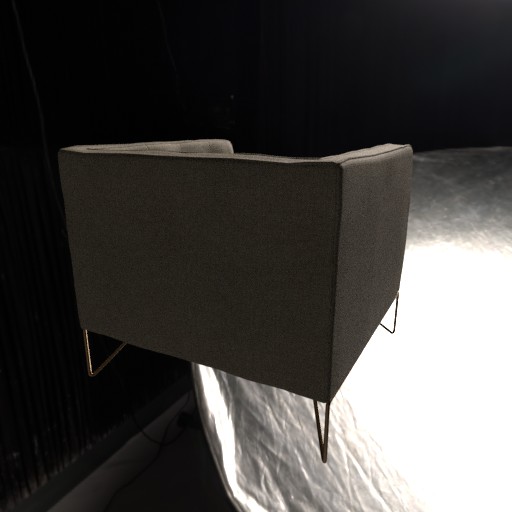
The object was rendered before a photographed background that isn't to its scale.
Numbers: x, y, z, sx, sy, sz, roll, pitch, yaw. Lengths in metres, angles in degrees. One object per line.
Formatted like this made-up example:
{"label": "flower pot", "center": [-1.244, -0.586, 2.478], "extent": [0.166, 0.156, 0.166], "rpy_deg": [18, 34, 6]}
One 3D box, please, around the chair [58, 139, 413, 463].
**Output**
{"label": "chair", "center": [0.000, 0.000, 1.623], "extent": [0.920, 0.799, 0.912], "rpy_deg": [9, 19, 27]}
